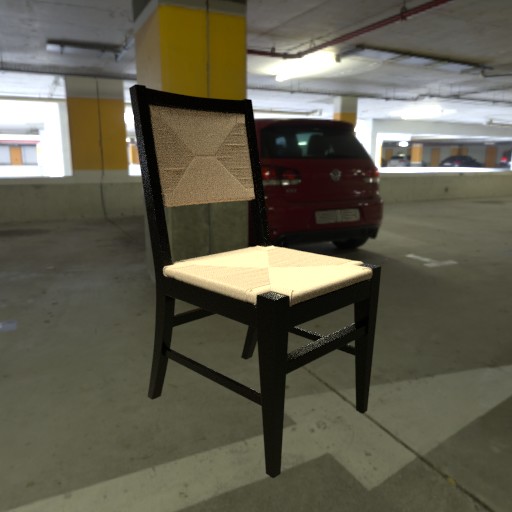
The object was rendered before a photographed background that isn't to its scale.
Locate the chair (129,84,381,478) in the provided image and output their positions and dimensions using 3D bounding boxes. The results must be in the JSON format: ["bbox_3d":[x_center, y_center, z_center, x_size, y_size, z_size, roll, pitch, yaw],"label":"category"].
[{"bbox_3d":[0.000,0.000,1.258,0.437,0.927,0.552,-12,17,-44],"label":"chair"}]
